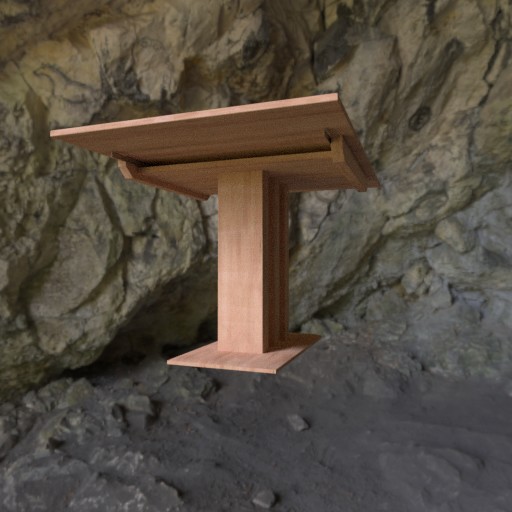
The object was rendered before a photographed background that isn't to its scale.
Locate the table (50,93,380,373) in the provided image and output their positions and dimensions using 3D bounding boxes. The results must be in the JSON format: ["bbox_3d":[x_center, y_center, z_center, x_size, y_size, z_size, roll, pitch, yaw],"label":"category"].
[{"bbox_3d":[0.000,0.000,1.838,0.900,0.770,1.300,0,-1,20],"label":"table"}]
